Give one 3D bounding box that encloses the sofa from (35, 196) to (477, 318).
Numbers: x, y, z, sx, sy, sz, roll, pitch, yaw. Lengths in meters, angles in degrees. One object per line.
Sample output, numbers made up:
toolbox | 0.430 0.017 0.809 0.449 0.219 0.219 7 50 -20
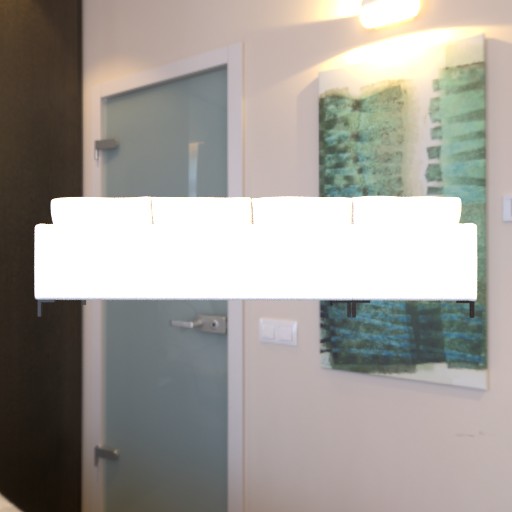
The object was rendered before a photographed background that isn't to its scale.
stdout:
sofa | 0.000 0.000 3.837 3.186 0.875 1.467 0 0 1
